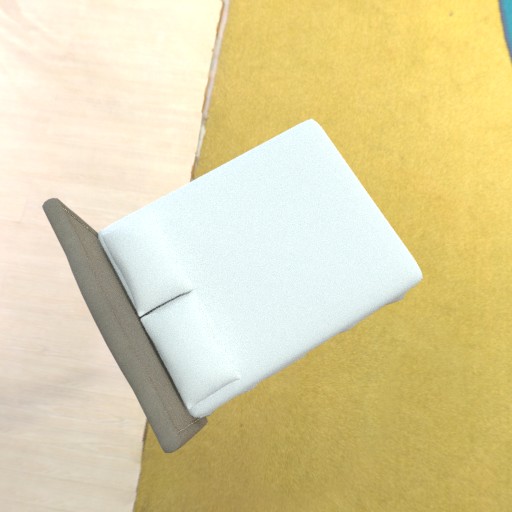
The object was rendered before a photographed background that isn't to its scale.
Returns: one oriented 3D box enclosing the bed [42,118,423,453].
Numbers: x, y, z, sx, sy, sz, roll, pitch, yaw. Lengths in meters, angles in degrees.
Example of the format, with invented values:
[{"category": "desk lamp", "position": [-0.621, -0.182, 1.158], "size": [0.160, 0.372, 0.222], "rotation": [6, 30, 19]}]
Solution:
[{"category": "bed", "position": [0.000, 0.000, 3.298], "size": [2.128, 1.441, 1.744], "rotation": [-30, 77, -7]}]
